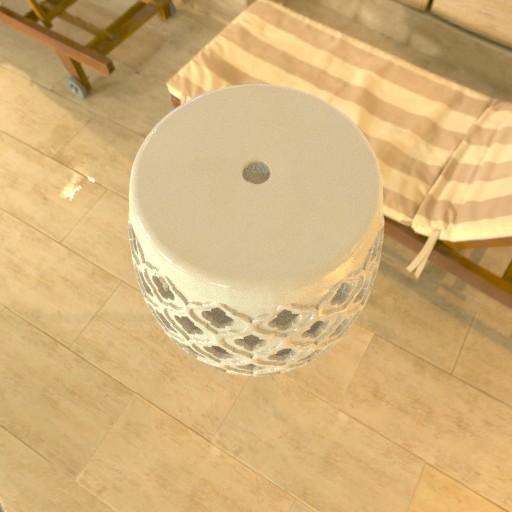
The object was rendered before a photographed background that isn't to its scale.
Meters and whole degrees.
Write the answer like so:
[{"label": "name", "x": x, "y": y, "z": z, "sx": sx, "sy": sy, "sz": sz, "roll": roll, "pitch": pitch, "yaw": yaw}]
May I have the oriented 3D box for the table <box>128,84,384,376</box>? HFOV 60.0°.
[{"label": "table", "x": 0.000, "y": 0.000, "z": 0.627, "sx": 0.325, "sy": 0.388, "sz": 0.325, "roll": 0, "pitch": 64, "yaw": 0}]
